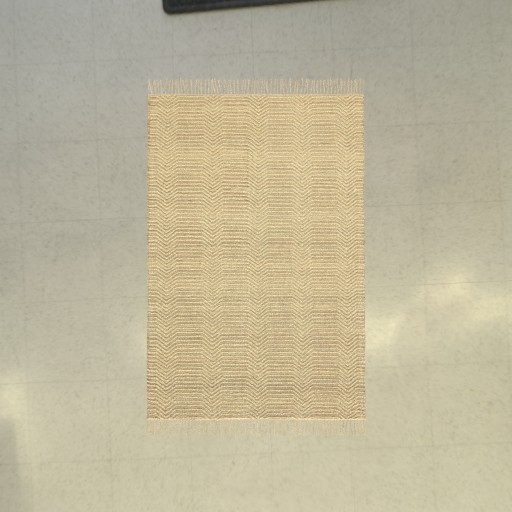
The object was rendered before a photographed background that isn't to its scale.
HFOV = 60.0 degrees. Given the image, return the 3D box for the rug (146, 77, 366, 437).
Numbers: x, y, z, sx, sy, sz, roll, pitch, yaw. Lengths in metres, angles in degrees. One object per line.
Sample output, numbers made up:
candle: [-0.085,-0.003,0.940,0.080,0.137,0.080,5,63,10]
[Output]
rug: [0.000,0.000,3.110,1.528,0.034,2.523,0,89,0]
